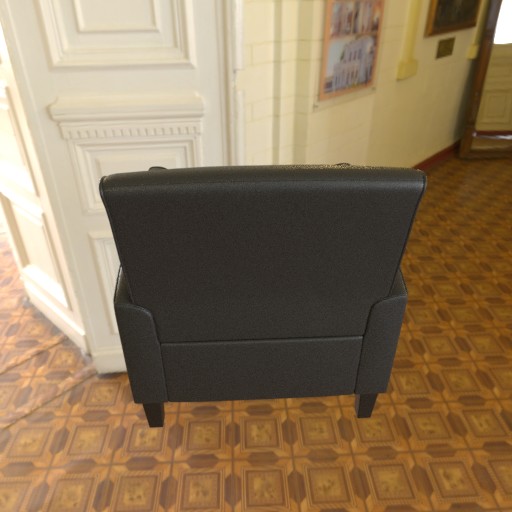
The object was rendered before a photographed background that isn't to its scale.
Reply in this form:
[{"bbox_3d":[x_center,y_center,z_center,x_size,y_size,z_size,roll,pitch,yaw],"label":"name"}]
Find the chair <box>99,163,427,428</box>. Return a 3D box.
[{"bbox_3d":[0.000,0.000,1.546,0.820,0.916,0.819,-2,32,-3],"label":"chair"}]
